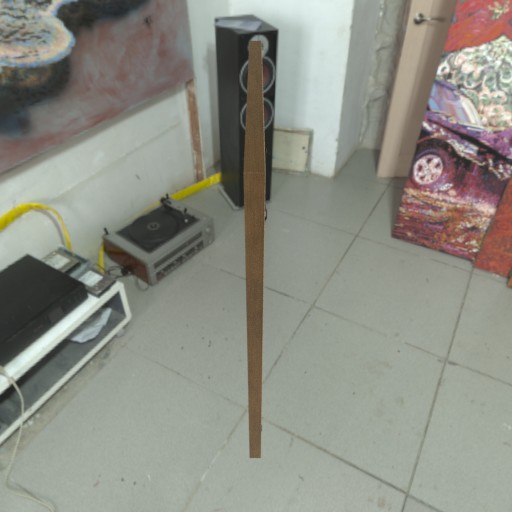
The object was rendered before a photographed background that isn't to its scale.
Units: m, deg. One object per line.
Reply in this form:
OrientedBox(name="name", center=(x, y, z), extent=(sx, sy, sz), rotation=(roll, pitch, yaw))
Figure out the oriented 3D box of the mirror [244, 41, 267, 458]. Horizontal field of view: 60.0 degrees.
OrientedBox(name="mirror", center=(0.000, 0.000, 1.347), extent=(0.040, 1.016, 0.762), rotation=(0, 41, 0))
